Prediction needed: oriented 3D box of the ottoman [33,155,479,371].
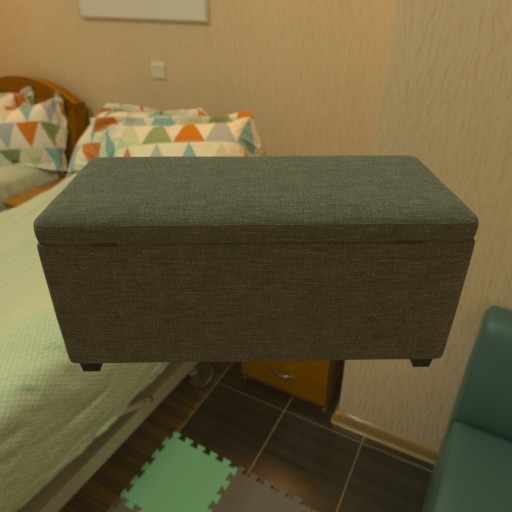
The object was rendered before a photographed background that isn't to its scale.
[{"bbox_3d":[0.000,0.000,1.123,0.902,0.432,0.419,-1,31,-1],"label":"ottoman"}]
